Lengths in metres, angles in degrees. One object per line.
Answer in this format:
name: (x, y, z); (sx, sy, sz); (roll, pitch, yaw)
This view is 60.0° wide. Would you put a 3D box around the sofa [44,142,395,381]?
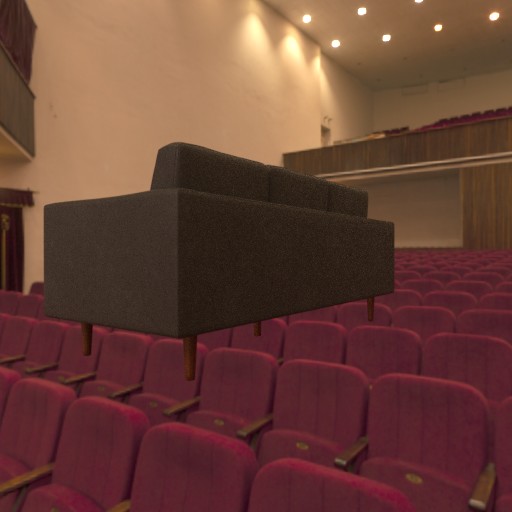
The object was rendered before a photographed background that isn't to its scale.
sofa: (0.000, 0.000, 2.494); (0.879, 0.899, 2.029); (0, 1, 36)
